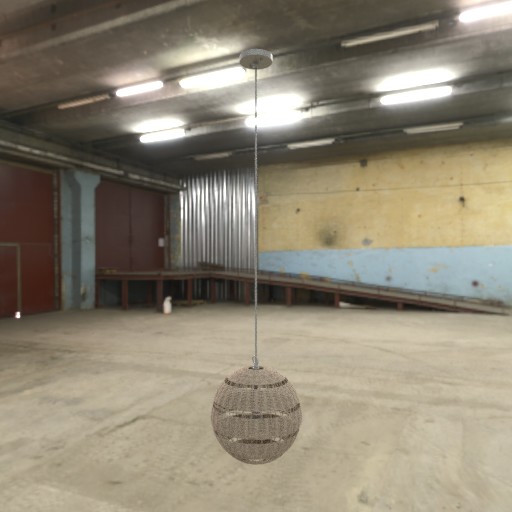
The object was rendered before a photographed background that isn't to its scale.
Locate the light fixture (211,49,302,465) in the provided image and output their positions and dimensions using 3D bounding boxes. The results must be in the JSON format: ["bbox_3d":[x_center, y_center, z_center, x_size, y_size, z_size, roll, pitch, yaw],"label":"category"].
[{"bbox_3d":[0.000,0.000,2.228,0.457,2.019,0.457,1,-1,-36],"label":"light fixture"}]
